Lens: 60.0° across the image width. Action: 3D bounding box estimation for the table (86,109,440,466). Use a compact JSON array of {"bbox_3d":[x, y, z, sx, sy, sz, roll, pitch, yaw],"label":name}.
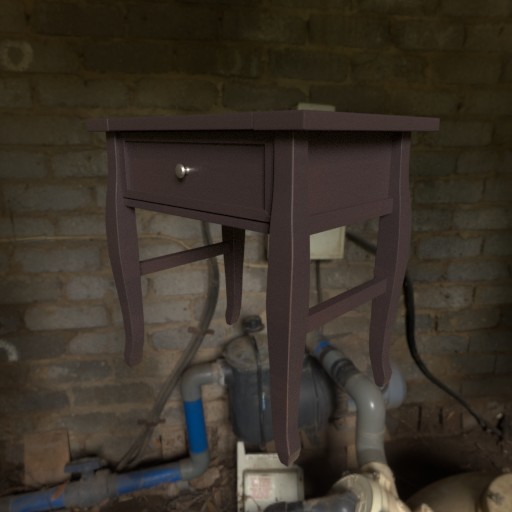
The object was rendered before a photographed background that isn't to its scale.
[{"bbox_3d":[0.000,0.000,1.022,0.602,0.605,0.460,14,21,41],"label":"table"}]
